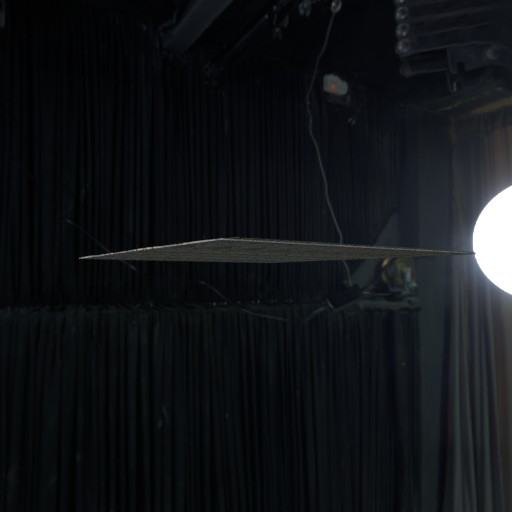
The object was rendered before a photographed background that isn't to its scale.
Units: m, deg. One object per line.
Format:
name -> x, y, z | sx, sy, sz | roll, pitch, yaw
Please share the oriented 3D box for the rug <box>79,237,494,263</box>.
rug -> 0.000, 0.000, 3.922 | 2.371, 0.012, 3.000 | 2, -3, -35
